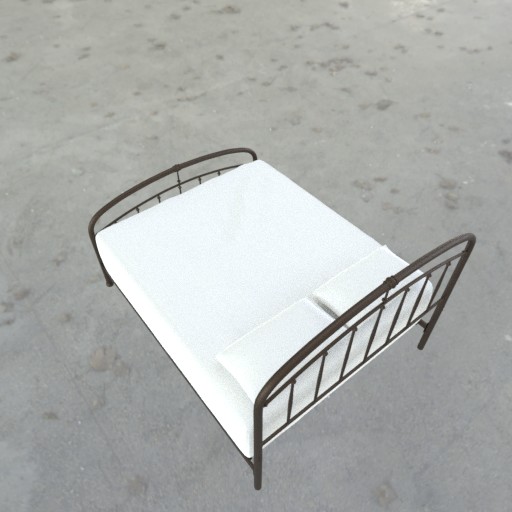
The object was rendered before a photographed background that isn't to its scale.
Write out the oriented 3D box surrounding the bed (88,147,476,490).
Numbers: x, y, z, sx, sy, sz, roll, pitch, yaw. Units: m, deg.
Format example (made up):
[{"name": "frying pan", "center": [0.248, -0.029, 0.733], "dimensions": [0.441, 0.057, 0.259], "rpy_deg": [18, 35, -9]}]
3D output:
[{"name": "bed", "center": [0.000, 0.000, 3.225], "dimensions": [1.711, 1.425, 2.180], "rpy_deg": [-30, 53, -25]}]
